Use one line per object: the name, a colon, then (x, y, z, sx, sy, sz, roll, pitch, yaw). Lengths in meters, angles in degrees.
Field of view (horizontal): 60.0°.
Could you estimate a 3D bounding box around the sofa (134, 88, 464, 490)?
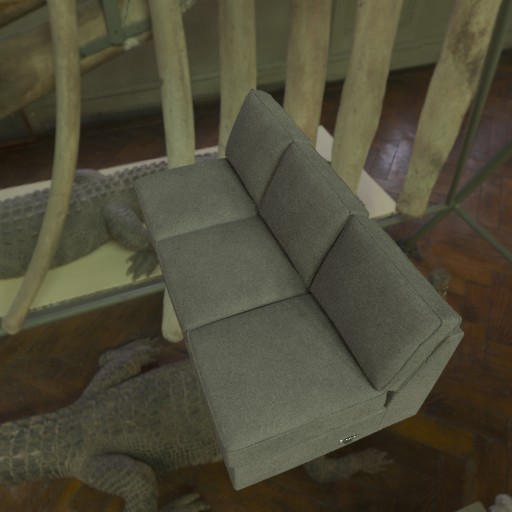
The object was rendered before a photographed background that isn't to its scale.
sofa: (0.000, 0.000, 2.456, 1.027, 0.973, 1.962, -16, 48, -15)
